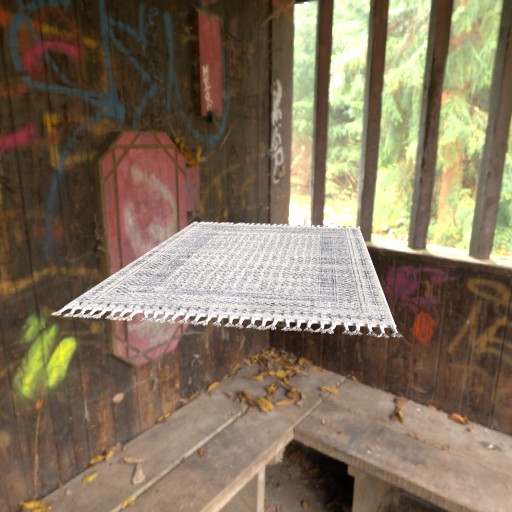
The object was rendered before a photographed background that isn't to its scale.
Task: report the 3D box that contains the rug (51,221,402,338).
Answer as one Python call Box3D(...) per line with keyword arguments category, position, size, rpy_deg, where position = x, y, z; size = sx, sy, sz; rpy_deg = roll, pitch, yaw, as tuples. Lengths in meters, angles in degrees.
Box3D(category="rug", position=(0.000, 0.000, 2.403), size=(1.243, 0.013, 1.872), rpy_deg=(2, 15, 8))
